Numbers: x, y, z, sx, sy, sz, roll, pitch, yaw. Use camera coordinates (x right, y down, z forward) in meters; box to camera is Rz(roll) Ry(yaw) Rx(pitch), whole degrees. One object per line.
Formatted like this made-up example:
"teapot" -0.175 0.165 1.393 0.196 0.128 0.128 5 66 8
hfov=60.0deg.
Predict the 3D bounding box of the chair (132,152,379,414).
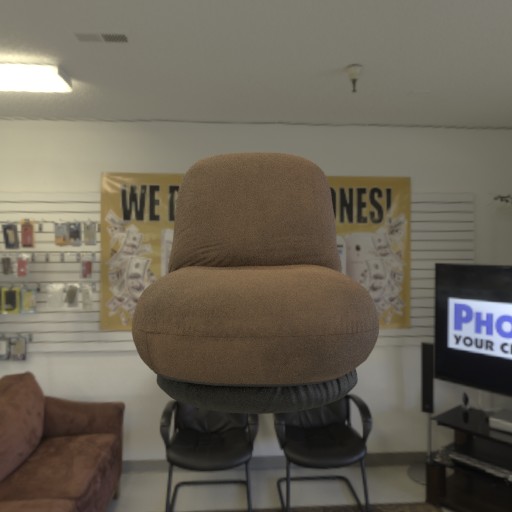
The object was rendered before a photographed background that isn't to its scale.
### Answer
"chair" 0.000 0.000 1.051 0.521 0.594 0.597 0 0 0
